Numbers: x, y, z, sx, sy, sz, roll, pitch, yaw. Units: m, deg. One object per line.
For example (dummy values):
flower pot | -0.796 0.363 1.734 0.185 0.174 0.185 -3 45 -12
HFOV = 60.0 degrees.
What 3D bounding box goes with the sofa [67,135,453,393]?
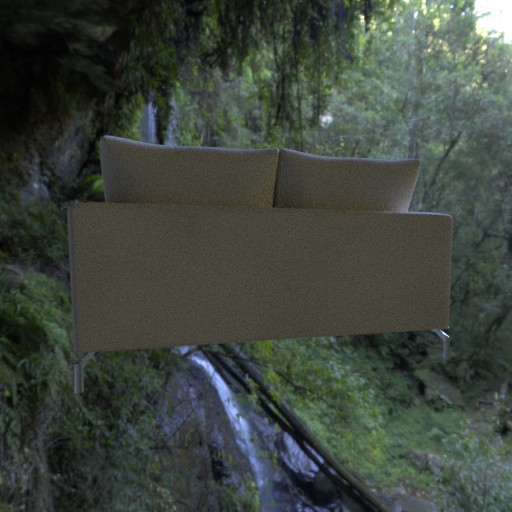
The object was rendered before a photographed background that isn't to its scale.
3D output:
sofa | 0.000 0.000 2.311 1.739 0.995 0.906 0 1 -18
